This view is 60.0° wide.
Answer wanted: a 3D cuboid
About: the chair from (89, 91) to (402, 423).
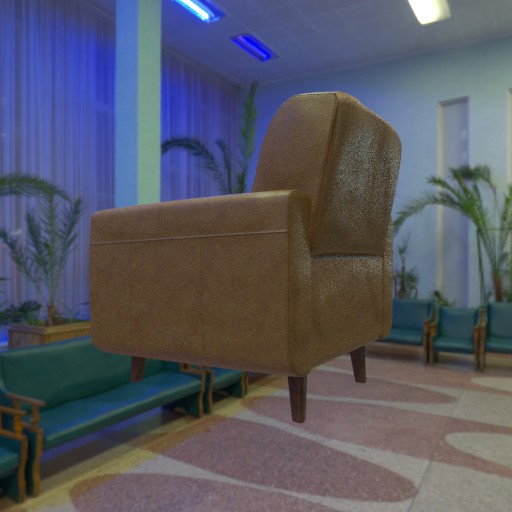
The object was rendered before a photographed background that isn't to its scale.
[{"bbox_3d":[0.000,0.000,1.688,0.942,0.968,0.845,0,0,35],"label":"chair"}]
